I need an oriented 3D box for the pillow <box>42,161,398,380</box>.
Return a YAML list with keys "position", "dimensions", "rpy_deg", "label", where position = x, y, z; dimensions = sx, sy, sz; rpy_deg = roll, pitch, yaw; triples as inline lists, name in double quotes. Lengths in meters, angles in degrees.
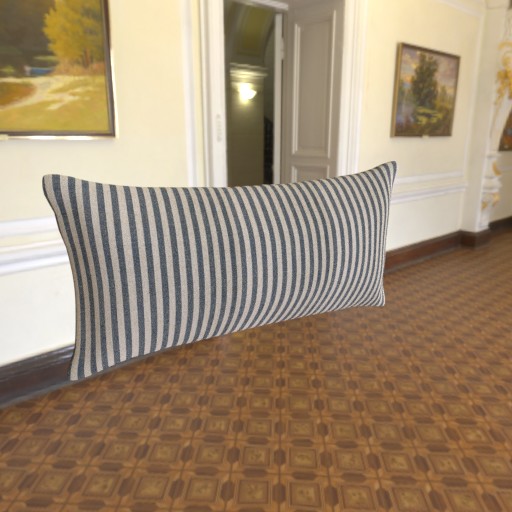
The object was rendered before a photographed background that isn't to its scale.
- position: [0.000, 0.000, 0.739]
  dimensions: [0.617, 0.295, 0.151]
  rpy_deg: [-8, 17, -28]
  label: "pillow"
